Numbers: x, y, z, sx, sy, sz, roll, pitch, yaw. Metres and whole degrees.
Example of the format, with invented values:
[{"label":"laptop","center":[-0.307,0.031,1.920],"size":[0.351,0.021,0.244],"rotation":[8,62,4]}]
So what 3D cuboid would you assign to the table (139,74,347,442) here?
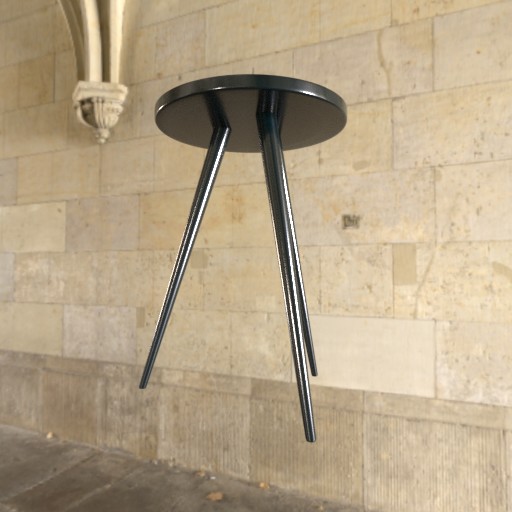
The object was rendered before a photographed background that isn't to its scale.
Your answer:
[{"label":"table","center":[0.000,0.000,0.834],"size":[0.403,0.548,0.415],"rotation":[1,-2,-18]}]
